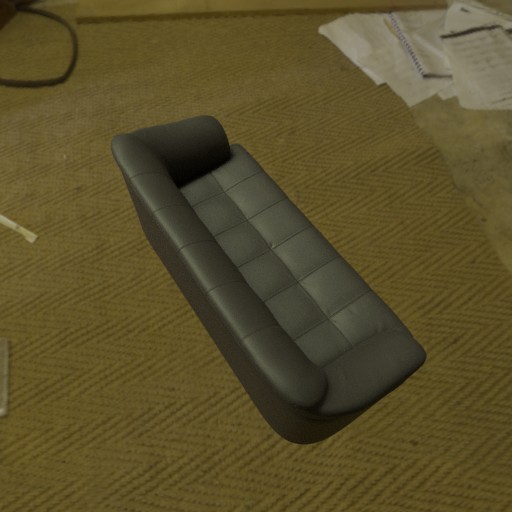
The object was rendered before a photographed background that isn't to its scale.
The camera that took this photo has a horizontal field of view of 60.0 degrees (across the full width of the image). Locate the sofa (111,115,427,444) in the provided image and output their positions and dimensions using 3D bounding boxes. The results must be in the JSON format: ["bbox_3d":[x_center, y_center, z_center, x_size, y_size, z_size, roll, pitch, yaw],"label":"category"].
[{"bbox_3d":[0.000,0.000,2.297,0.800,0.811,1.829,-30,63,-17],"label":"sofa"}]
